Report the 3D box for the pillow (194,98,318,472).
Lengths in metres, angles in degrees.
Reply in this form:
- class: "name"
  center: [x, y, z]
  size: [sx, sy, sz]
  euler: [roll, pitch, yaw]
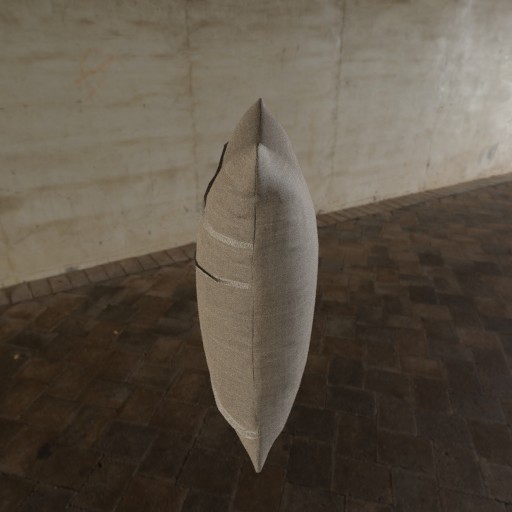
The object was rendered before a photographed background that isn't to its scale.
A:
- class: "pillow"
  center: [0.000, 0.000, 0.650]
  size: [0.169, 0.400, 0.424]
  euler: [0, 25, 1]
